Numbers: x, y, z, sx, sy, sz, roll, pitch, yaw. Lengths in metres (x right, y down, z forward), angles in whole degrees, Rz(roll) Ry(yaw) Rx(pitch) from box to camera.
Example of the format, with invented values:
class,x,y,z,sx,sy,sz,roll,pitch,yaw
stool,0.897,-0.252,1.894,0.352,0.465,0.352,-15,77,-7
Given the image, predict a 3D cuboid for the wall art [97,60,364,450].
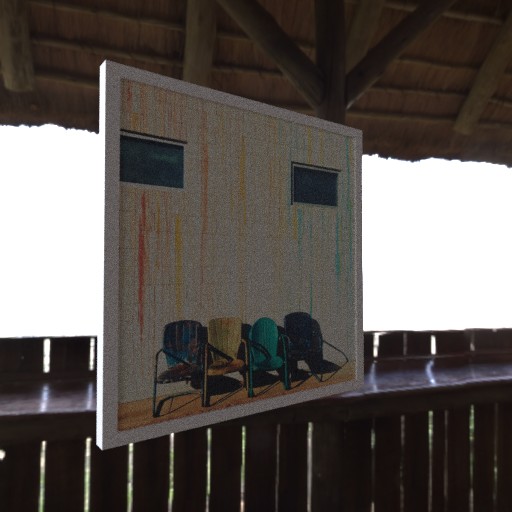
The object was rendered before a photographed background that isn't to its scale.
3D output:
class,x,y,z,sx,sy,sz,roll,pitch,yaw
wall art,0.000,0.000,1.101,0.760,0.760,0.036,1,-2,-36
